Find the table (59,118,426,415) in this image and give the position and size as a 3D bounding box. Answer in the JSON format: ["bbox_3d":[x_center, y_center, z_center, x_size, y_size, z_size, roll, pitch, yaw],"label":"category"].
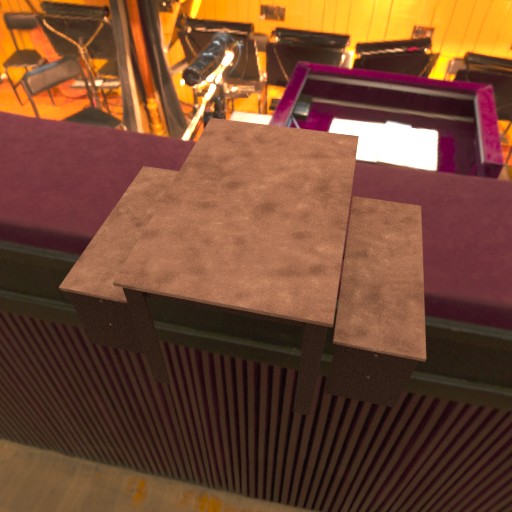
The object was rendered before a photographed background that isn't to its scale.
[{"bbox_3d":[0.000,0.000,2.035,1.443,0.700,1.100,10,47,9],"label":"table"}]
